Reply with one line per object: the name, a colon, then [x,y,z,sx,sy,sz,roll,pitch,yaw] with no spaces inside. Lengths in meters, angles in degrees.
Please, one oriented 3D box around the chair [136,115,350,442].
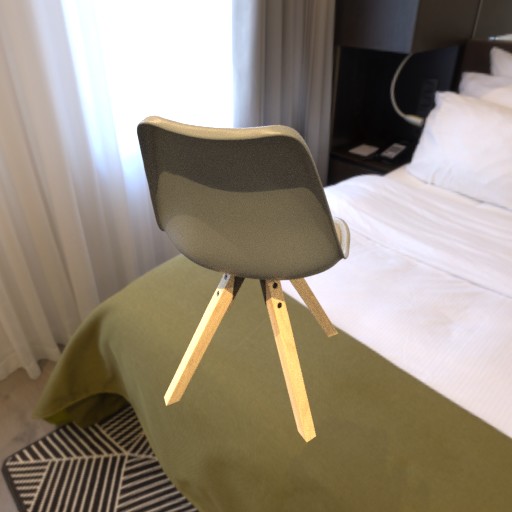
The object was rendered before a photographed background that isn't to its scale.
chair: [0.000,0.000,1.194,0.485,0.850,0.550,9,33,14]
